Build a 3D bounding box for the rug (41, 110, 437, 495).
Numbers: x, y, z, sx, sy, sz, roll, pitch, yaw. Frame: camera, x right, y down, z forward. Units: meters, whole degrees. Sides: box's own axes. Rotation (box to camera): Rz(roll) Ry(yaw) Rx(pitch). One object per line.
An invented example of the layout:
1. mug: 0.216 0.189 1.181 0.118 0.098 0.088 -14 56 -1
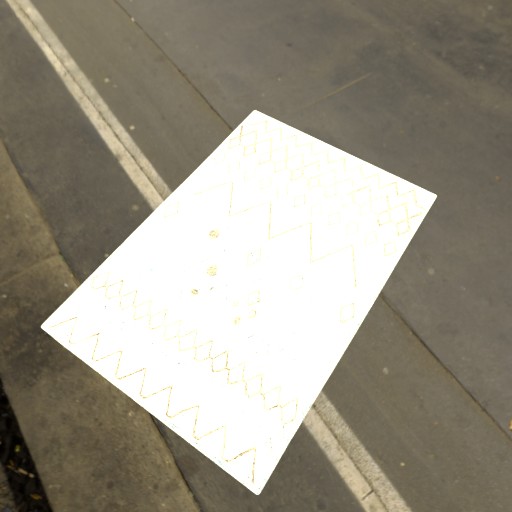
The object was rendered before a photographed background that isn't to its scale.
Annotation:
1. rug: 0.000 0.000 2.320 1.260 0.009 1.820 30 64 17
